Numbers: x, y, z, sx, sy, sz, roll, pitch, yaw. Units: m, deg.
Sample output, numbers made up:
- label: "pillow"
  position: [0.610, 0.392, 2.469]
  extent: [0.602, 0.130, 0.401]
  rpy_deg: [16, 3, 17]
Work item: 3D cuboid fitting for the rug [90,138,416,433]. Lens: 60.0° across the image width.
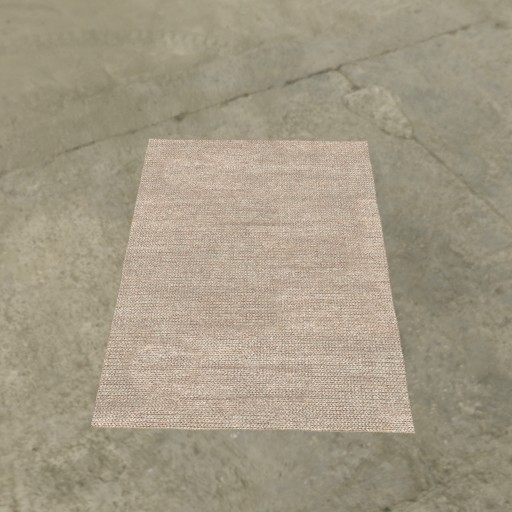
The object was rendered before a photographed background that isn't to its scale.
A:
- label: "rug"
  position: [0.000, 0.000, 4.095]
  extent: [2.429, 0.030, 3.052]
  rpy_deg: [1, 58, 0]
